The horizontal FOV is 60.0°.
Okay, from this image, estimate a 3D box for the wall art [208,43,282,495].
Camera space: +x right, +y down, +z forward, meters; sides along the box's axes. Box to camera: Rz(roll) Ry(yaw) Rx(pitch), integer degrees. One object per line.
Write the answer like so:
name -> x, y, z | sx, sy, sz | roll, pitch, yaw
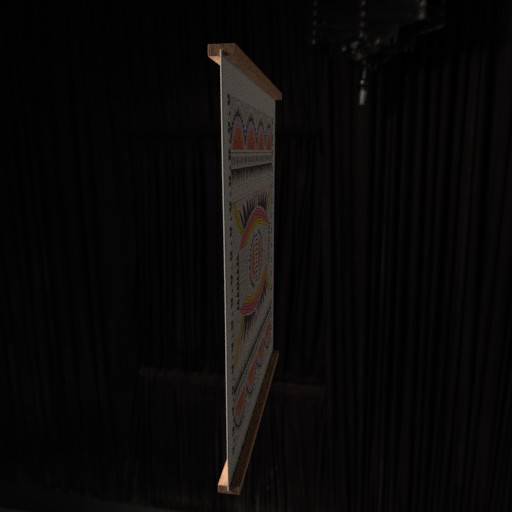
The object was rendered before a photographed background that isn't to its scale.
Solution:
wall art -> 0.000, 0.000, 0.694 | 0.028, 0.527, 0.403 | 2, 13, 10
